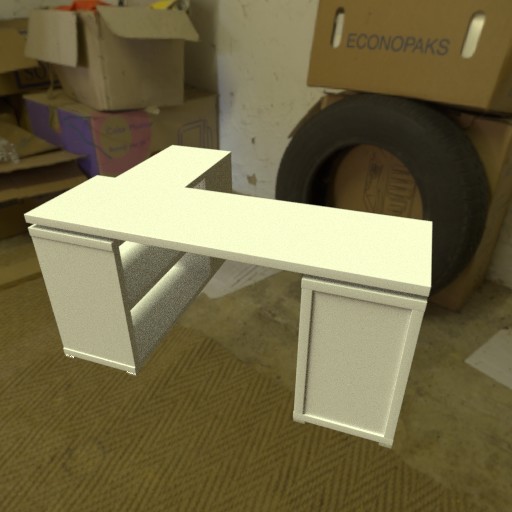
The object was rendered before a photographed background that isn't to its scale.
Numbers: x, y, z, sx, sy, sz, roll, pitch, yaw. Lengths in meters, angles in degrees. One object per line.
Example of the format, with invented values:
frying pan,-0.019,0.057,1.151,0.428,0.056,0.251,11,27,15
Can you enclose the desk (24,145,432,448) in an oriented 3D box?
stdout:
desk,0.000,0.000,2.212,1.524,0.753,1.200,10,32,17
